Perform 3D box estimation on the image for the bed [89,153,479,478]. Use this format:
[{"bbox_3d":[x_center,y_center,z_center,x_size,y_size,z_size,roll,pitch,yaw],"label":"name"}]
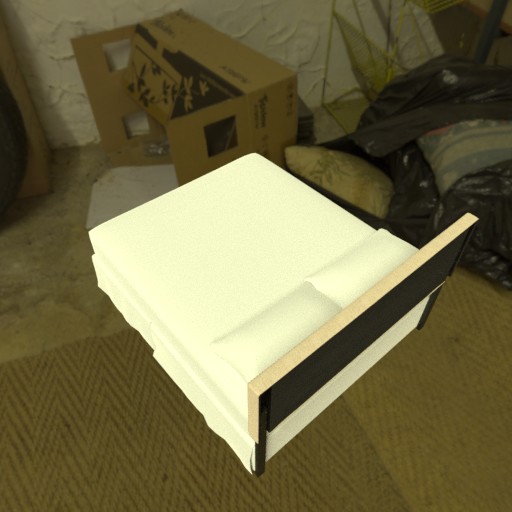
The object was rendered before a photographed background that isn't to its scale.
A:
[{"bbox_3d":[0.000,0.000,2.893,1.616,1.016,1.876,-32,54,-27],"label":"bed"}]
